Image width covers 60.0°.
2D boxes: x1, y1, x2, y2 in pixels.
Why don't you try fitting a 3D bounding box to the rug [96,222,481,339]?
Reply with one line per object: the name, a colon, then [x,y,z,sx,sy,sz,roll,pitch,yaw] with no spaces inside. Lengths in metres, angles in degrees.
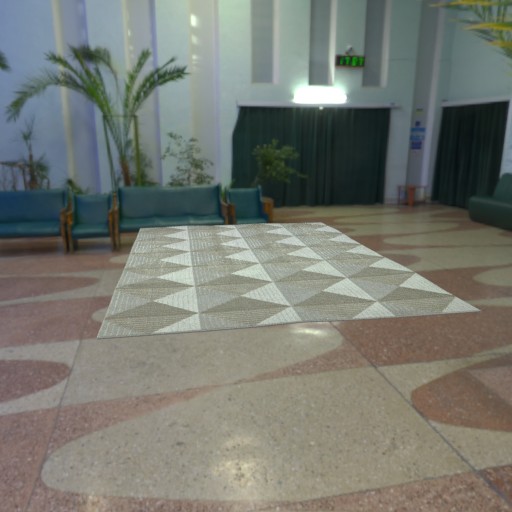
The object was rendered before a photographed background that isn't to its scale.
rug: [0.000,0.000,4.302,2.428,0.027,3.333,-3,15,-10]
